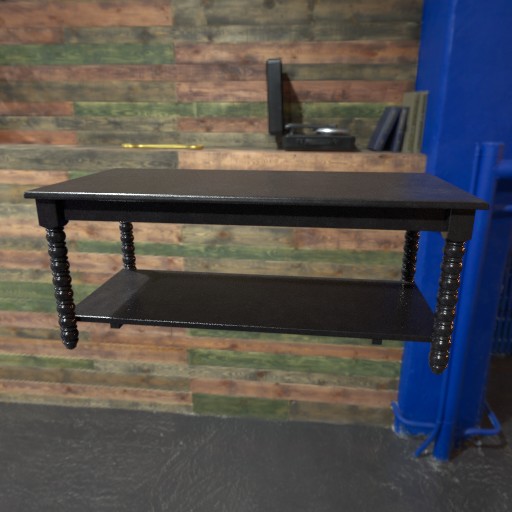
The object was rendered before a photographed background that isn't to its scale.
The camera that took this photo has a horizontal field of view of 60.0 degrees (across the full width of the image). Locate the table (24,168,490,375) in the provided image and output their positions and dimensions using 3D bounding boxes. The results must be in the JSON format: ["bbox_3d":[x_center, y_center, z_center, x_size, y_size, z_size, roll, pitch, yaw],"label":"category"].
[{"bbox_3d":[0.000,0.000,1.439,1.171,0.487,0.580,2,18,7],"label":"table"}]
